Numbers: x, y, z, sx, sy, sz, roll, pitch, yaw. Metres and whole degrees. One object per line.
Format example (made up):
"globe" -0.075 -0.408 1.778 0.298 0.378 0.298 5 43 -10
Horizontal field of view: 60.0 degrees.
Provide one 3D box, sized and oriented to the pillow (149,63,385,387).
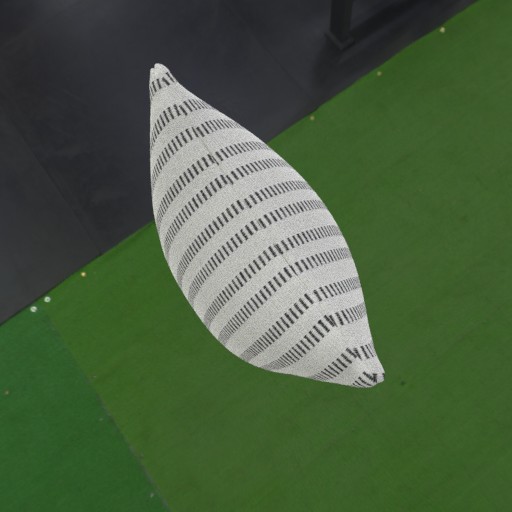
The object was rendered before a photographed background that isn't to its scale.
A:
"pillow" 0.000 0.000 0.673 0.247 0.419 0.438 -33 79 -8
